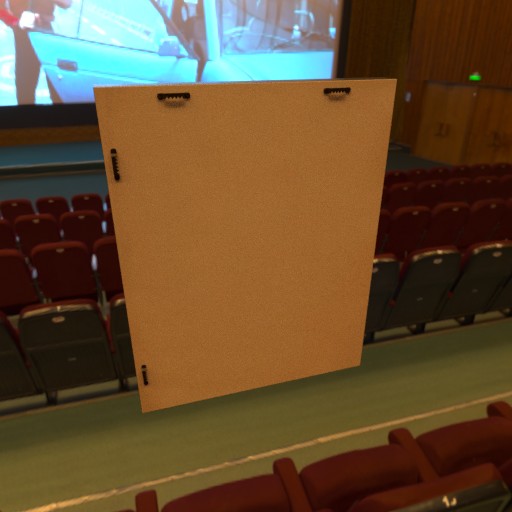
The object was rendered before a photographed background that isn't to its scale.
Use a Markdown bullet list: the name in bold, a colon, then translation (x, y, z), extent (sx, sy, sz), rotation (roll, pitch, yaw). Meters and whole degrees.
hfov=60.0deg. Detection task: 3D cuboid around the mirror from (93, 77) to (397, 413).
- **mirror**: translation (0.000, 0.000, 0.692), extent (0.405, 0.508, 0.041), rotation (-8, 27, -16)
